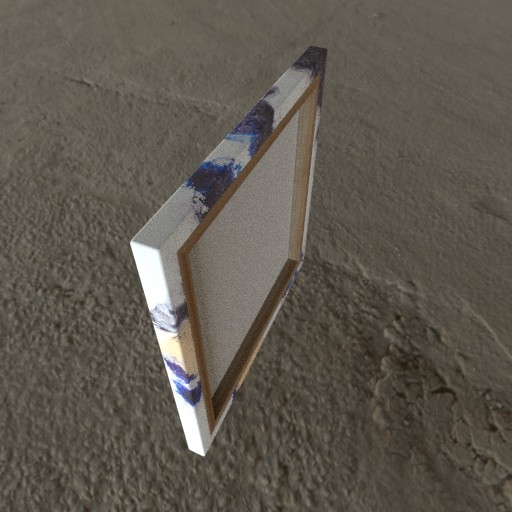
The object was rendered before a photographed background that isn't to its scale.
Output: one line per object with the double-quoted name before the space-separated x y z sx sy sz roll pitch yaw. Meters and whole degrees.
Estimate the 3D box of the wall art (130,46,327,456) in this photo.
"wall art" 0.000 0.000 0.897 0.039 0.609 0.609 18 49 16
